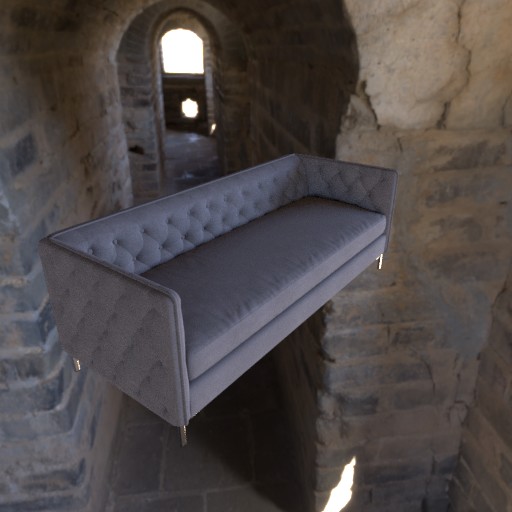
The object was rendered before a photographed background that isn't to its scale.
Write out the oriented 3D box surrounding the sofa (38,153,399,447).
[{"bbox_3d":[0.000,0.000,2.704,0.895,0.771,2.209,18,31,33],"label":"sofa"}]
